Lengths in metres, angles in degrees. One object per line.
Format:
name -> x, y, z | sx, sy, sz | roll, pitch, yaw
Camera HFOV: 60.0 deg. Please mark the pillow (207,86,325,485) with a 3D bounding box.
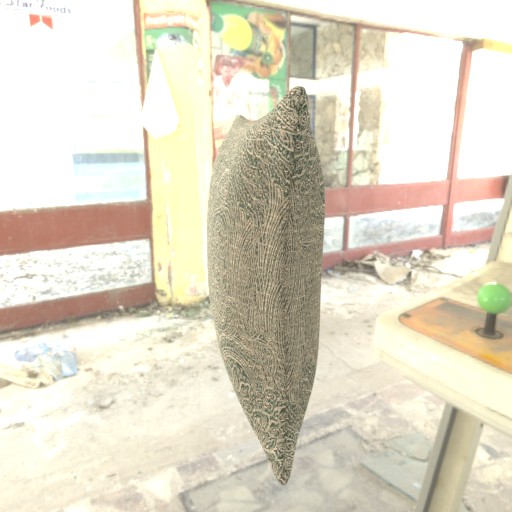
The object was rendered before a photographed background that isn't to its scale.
pillow -> 0.000, 0.000, 0.783 | 0.166, 0.507, 0.526 | -2, 15, -9
